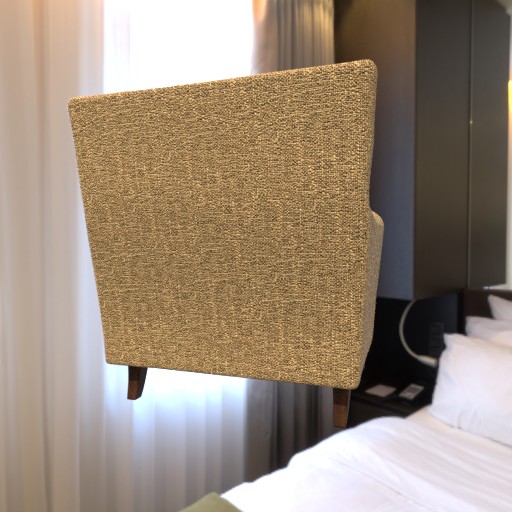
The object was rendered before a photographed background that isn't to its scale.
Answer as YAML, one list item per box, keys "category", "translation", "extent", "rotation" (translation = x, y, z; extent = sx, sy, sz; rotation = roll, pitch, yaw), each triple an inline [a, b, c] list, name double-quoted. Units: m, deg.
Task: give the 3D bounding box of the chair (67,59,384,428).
- category: "chair"
  translation: [0.000, 0.000, 1.555]
  extent: [0.864, 0.928, 0.873]
  rotation: [1, 2, 19]
